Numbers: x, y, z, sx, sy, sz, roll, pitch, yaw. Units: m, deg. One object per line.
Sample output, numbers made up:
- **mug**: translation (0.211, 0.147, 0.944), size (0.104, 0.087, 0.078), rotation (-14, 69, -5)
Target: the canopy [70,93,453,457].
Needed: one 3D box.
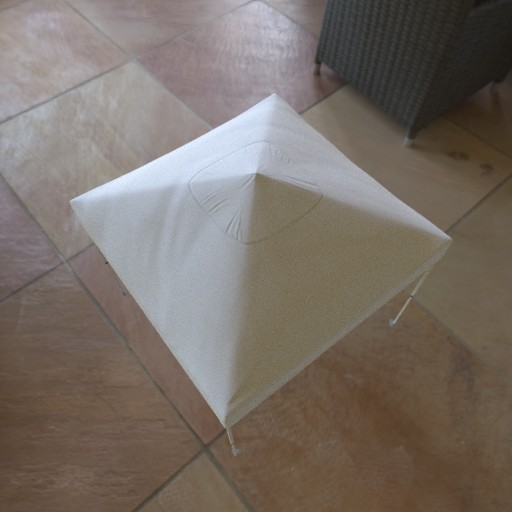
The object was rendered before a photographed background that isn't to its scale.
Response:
- **canopy**: translation (0.000, 0.000, 5.439), size (2.998, 2.997, 2.996), rotation (-34, 64, -19)
